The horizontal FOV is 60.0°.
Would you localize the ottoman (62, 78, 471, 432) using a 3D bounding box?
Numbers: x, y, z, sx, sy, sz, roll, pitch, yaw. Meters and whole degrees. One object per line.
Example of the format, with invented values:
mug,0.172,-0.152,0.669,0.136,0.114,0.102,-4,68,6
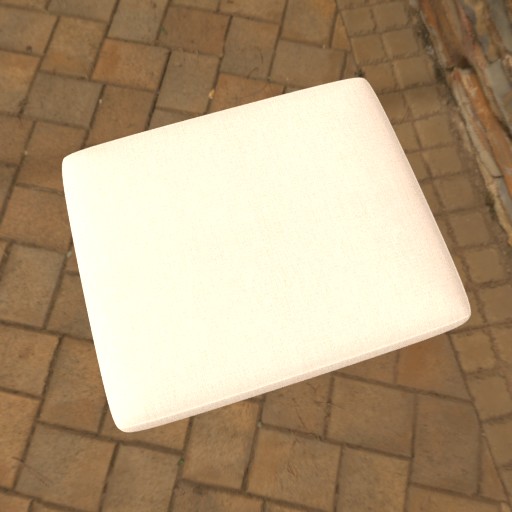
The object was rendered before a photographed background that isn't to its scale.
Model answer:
ottoman,0.000,0.000,1.150,0.794,0.453,0.657,-17,74,-5
